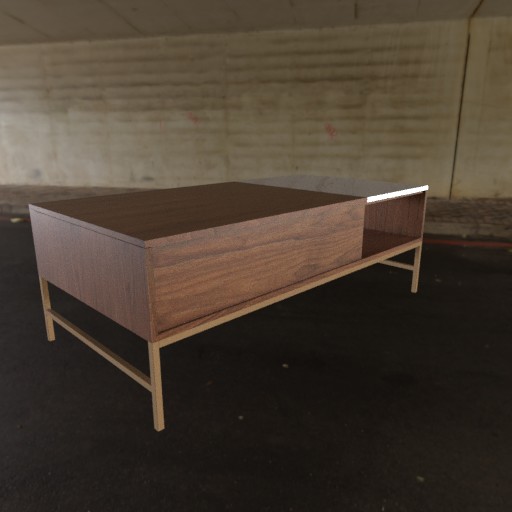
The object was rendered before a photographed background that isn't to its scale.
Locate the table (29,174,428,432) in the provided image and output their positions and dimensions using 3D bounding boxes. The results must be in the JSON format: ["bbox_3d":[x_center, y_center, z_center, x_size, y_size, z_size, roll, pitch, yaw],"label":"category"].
[{"bbox_3d":[0.000,0.000,1.950,1.553,0.551,0.789,-15,22,-43],"label":"table"}]
